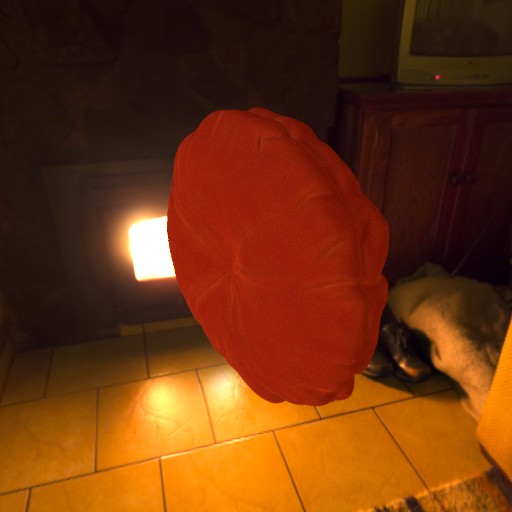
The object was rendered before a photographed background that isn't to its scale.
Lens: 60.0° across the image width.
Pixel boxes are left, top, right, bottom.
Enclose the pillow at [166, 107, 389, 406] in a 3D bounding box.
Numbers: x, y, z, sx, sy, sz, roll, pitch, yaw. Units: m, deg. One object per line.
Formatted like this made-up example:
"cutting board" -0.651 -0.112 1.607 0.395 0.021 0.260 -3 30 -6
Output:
"pillow" 0.000 0.000 0.639 0.148 0.407 0.428 -18 32 -32
